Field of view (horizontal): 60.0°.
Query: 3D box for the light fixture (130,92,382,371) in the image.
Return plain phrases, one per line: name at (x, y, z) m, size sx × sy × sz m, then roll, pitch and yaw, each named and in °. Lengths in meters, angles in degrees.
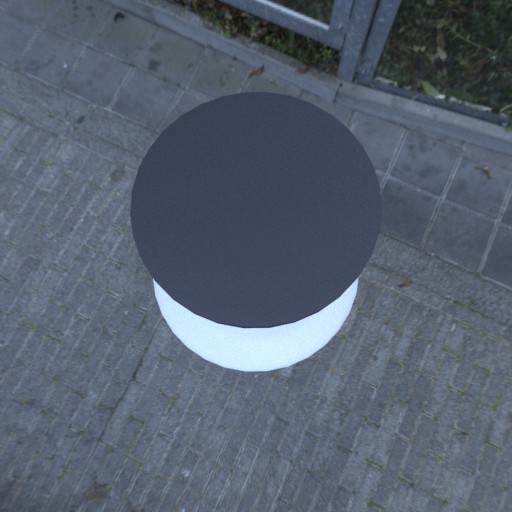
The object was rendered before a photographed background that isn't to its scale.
light fixture at (0.000, 0.000, 0.389) m, size 0.197 × 0.254 × 0.197 m, roll 0°, pitch 75°, yaw 0°
